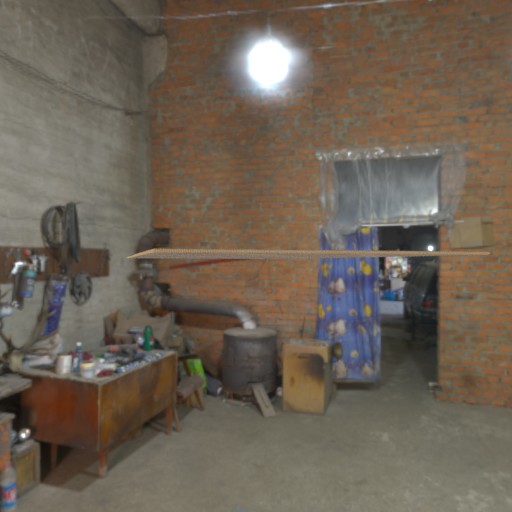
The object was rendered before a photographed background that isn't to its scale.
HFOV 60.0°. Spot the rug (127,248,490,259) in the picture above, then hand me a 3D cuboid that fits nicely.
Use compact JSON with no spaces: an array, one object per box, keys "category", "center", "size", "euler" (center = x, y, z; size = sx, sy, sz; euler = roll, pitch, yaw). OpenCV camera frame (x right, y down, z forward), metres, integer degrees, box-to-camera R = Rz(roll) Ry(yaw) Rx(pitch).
[{"category":"rug","center":[0.000,0.000,2.873],"size":[1.526,0.014,2.290],"euler":[0,-1,-19]}]
